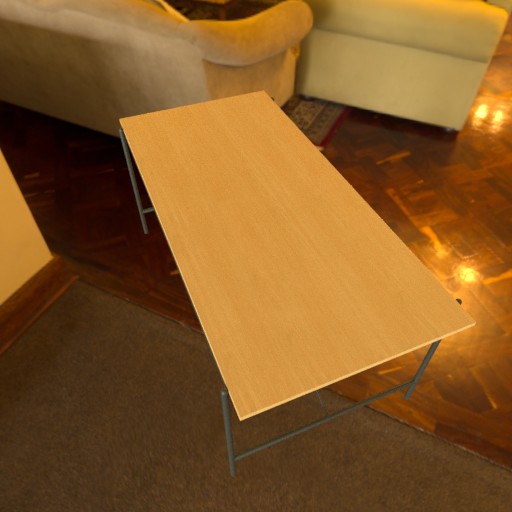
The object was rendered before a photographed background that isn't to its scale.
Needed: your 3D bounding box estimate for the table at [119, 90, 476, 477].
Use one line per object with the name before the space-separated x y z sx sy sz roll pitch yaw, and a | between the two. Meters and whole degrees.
table | 0.000 0.000 2.222 0.900 0.758 1.800 -17 49 -15
